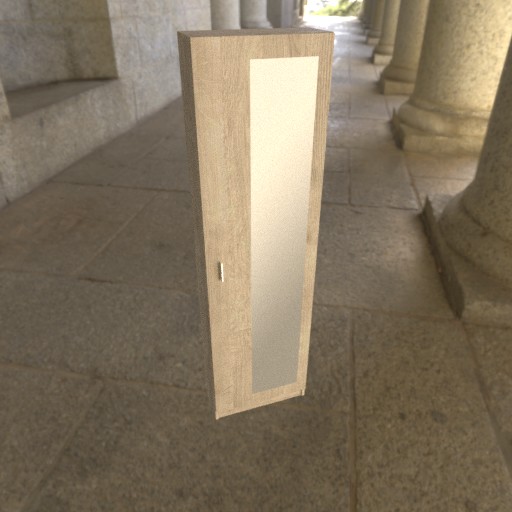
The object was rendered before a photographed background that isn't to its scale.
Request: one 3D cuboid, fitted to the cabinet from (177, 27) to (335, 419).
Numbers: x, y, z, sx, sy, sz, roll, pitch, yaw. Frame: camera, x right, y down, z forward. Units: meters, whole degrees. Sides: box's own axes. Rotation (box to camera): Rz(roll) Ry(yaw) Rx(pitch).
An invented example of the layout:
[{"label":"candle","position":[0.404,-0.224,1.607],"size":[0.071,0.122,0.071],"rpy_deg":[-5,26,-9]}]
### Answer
[{"label":"cabinet","position":[0.000,0.000,1.977],"size":[0.500,1.790,0.230],"rpy_deg":[-10,33,-16]}]
